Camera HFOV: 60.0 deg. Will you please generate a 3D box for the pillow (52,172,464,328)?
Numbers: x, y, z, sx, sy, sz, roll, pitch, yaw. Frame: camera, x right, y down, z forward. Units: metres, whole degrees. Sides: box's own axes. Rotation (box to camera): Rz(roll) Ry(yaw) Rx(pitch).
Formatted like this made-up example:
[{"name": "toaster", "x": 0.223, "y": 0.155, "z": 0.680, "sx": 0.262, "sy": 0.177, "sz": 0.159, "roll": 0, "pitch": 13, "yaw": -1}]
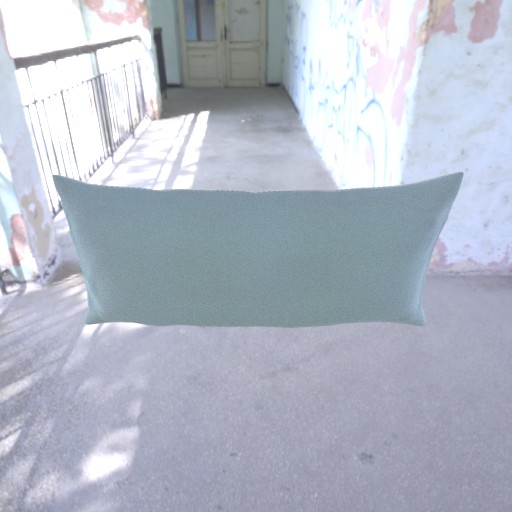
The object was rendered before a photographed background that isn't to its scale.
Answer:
[{"name": "pillow", "x": 0.000, "y": 0.000, "z": 0.724, "sx": 0.610, "sy": 0.287, "sz": 0.151, "roll": 0, "pitch": 29, "yaw": 0}]
